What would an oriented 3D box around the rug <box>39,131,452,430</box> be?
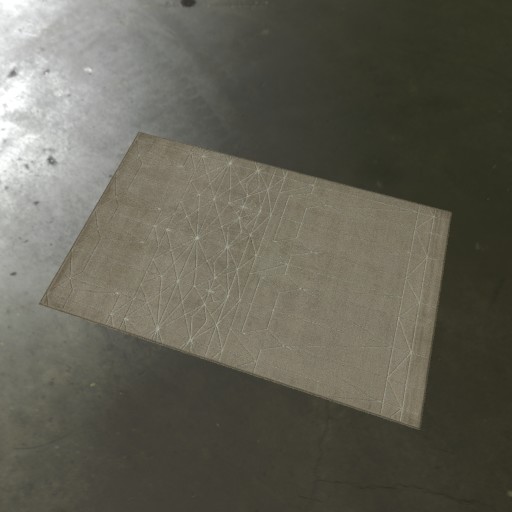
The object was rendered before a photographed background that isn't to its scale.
[{"bbox_3d":[0.000,0.000,2.998,2.438,0.012,1.524,16,64,8],"label":"rug"}]
